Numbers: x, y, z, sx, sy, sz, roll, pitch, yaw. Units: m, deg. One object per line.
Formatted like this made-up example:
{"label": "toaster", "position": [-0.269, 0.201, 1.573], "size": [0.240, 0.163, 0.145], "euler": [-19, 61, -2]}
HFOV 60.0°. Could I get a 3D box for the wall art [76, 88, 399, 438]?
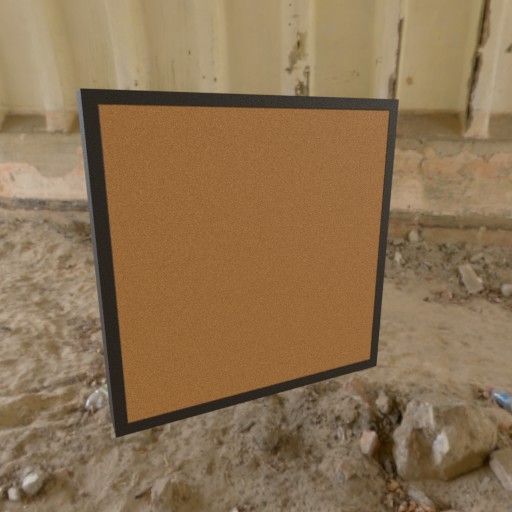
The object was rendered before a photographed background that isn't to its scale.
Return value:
{"label": "wall art", "position": [0.000, 0.000, 0.446], "size": [0.304, 0.304, 0.038], "euler": [-7, 18, -24]}
